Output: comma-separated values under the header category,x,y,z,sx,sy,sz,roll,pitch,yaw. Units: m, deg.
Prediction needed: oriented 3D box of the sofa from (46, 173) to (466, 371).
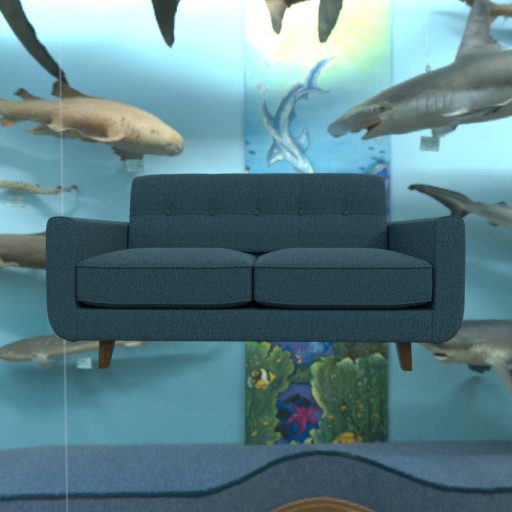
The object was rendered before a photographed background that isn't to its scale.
category,x,y,z,sx,sy,sz,roll,pitch,yaw
sofa,0.000,0.000,2.188,1.651,0.896,0.942,0,2,2
